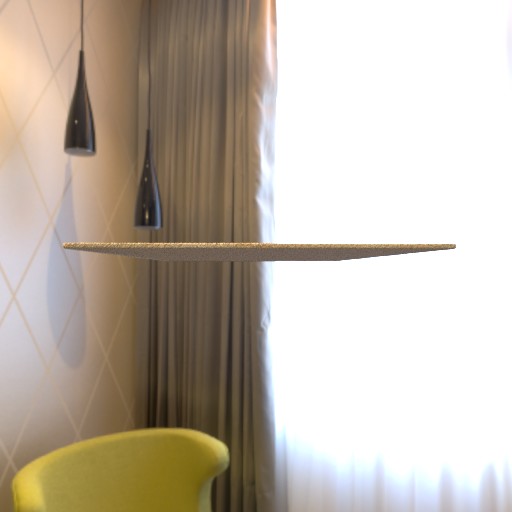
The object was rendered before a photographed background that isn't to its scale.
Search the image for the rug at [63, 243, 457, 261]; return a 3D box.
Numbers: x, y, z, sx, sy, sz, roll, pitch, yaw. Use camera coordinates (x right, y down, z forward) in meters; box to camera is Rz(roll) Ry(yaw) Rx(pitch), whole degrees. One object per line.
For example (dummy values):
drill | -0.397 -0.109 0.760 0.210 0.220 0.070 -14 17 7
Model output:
rug | 0.000 0.000 3.326 1.798 0.025 2.698 0 -2 -1
